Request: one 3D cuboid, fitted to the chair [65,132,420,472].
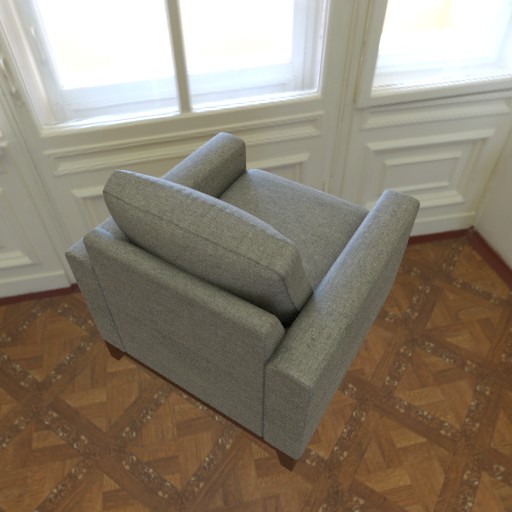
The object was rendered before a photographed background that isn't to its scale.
[{"bbox_3d":[0.000,0.000,1.871,1.024,1.010,1.038,24,51,22],"label":"chair"}]
